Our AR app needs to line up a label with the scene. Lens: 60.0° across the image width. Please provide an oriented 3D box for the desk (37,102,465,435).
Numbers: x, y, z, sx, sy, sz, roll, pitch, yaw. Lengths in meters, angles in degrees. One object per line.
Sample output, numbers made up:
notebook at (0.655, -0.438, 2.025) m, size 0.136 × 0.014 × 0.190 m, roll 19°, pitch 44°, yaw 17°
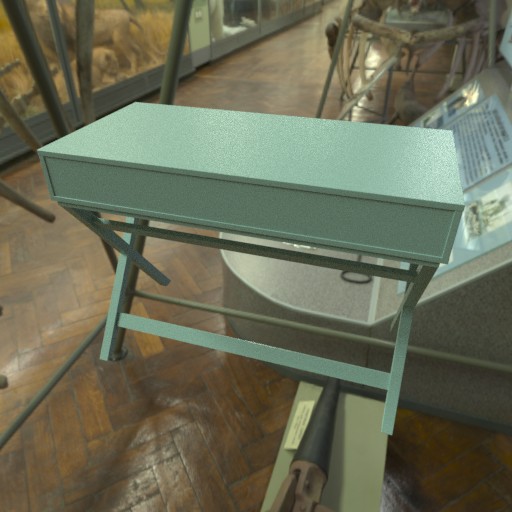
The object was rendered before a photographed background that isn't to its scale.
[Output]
desk at (0.000, 0.000, 1.455) m, size 1.059 × 0.780 × 0.509 m, roll 10°, pitch 35°, yaw 15°
